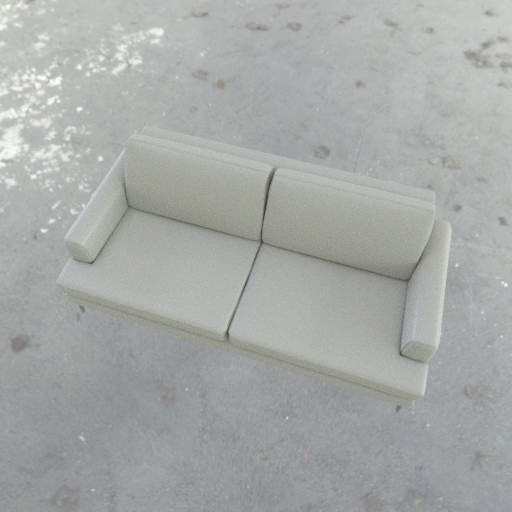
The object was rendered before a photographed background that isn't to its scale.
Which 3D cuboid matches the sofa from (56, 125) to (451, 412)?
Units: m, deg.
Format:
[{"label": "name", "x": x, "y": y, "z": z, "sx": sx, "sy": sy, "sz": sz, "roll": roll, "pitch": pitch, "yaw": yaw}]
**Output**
[{"label": "sofa", "x": 0.000, "y": 0.000, "z": 2.408, "sx": 1.940, "sy": 0.765, "sz": 0.974, "roll": 15, "pitch": 59, "yaw": 10}]
